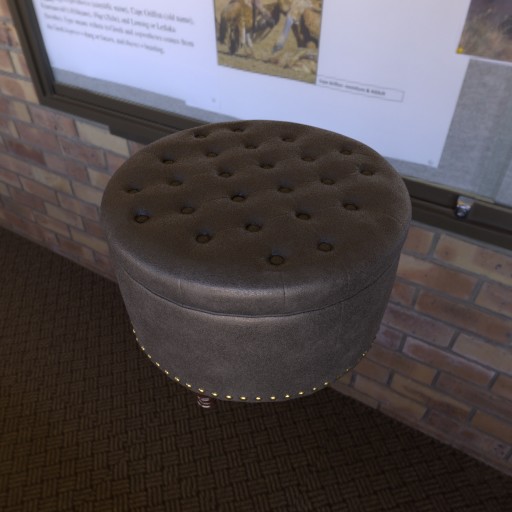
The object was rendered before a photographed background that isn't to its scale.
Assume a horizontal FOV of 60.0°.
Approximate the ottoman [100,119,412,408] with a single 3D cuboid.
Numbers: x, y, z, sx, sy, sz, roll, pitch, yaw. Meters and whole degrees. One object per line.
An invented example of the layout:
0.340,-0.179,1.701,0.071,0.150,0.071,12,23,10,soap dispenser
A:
0.000,0.000,1.054,0.637,0.442,0.637,0,41,0,ottoman
